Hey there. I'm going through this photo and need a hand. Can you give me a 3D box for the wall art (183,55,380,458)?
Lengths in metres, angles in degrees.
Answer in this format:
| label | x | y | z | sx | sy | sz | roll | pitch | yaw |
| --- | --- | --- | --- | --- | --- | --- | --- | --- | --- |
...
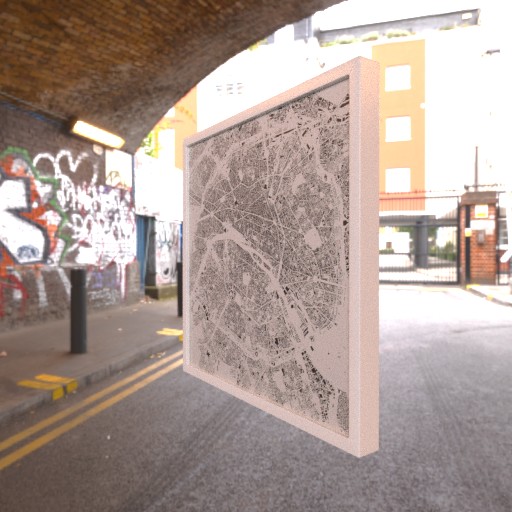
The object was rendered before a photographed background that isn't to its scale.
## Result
| label | x | y | z | sx | sy | sz | roll | pitch | yaw |
| --- | --- | --- | --- | --- | --- | --- | --- | --- | --- |
| wall art | 0.000 | 0.000 | 0.775 | 0.038 | 0.508 | 0.508 | 0 | 1 | -35 |
